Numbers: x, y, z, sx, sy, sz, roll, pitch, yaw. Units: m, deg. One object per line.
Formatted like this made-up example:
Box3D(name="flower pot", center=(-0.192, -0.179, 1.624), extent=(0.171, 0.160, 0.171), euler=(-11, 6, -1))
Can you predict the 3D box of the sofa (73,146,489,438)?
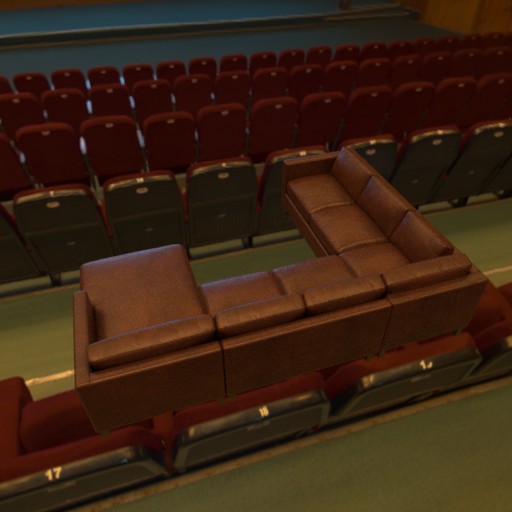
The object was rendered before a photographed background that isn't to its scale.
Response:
Box3D(name="sofa", center=(0.000, 0.000, 4.377), extent=(3.324, 0.891, 2.452), euler=(-12, 42, -14))
